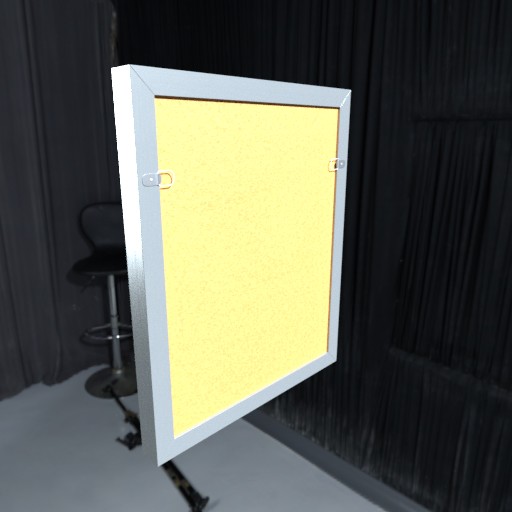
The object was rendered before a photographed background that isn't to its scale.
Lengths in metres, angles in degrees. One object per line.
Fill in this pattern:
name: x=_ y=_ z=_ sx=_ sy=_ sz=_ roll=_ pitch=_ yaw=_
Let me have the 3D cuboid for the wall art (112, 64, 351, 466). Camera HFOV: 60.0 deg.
wall art: x=0.000 y=0.000 z=0.513 sx=0.308 sy=0.379 sz=0.030 roll=-15 pitch=21 yaw=-43
